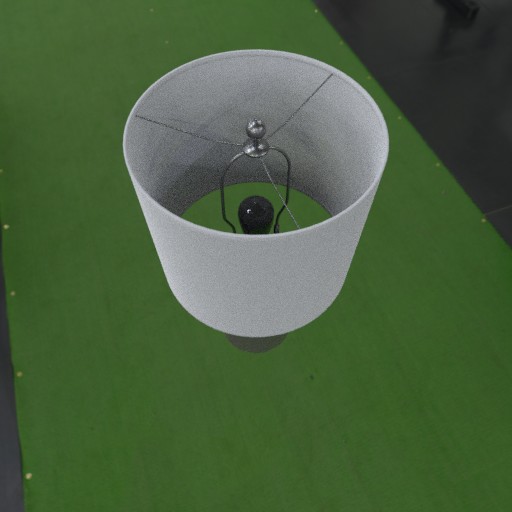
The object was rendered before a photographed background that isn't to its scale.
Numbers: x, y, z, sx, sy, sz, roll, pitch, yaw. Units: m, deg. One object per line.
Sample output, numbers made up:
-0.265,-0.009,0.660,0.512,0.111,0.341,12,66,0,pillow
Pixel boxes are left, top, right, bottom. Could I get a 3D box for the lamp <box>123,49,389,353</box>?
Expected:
0.000,0.000,0.501,0.203,0.389,0.203,-15,60,-9,lamp
